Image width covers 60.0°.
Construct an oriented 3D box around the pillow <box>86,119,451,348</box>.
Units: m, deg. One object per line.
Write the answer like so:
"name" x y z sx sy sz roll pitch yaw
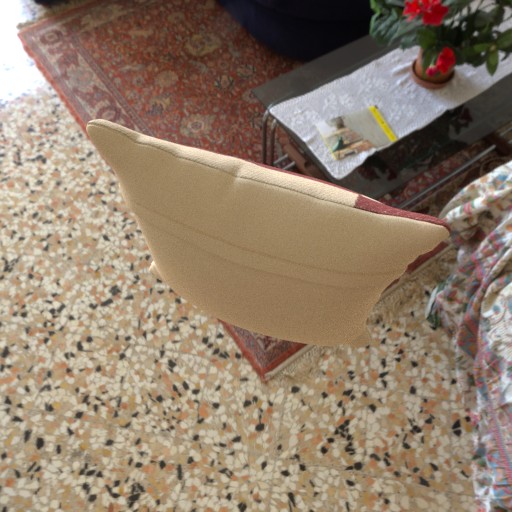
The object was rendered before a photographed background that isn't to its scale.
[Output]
"pillow" 0.000 0.000 0.802 0.536 0.506 0.229 17 64 9
